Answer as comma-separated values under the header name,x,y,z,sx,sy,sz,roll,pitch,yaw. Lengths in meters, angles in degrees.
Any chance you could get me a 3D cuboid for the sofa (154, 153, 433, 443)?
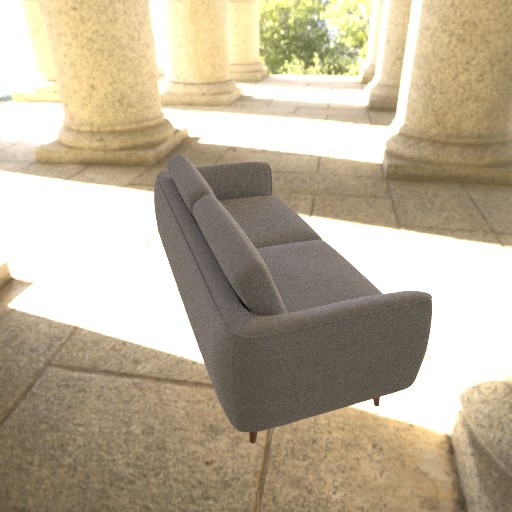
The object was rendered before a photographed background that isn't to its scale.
name,x,y,z,sx,sy,sz,roll,pitch,yaw
sofa,0.000,0.000,2.521,0.920,0.850,2.000,-9,30,-17
